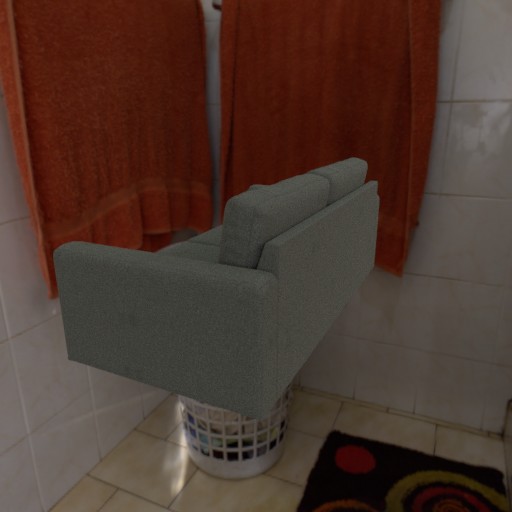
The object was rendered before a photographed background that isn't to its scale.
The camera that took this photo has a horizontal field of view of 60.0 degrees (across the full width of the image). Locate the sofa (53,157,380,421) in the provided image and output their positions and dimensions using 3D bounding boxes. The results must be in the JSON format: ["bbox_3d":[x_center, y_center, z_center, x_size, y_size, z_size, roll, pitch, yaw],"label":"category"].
[{"bbox_3d":[0.000,0.000,2.277,0.889,0.897,1.730,8,20,25],"label":"sofa"}]
